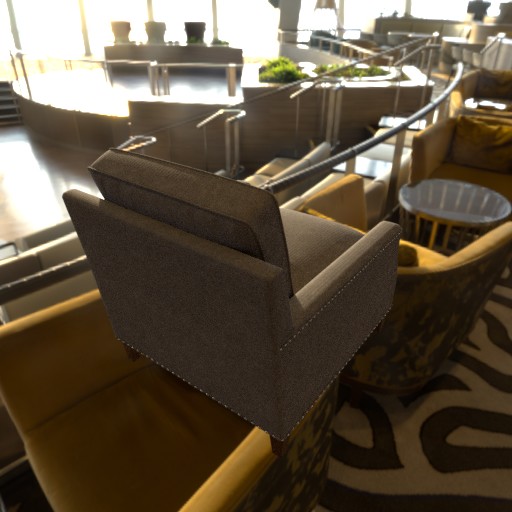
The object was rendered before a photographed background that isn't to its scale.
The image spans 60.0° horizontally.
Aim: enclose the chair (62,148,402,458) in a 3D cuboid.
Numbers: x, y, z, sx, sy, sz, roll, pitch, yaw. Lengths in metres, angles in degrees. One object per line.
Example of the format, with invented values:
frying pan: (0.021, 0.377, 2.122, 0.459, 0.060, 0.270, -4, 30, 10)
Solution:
chair: (0.000, 0.000, 1.744, 0.853, 0.948, 1.014, 21, 36, 31)
